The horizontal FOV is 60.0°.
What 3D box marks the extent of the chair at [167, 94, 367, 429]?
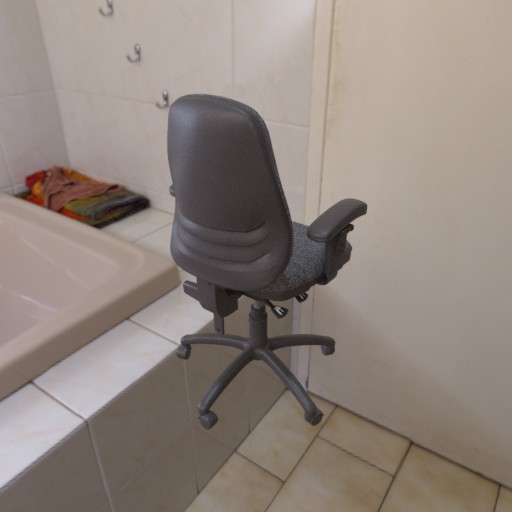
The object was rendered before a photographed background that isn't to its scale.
[{"bbox_3d":[0.000,0.000,1.257,0.550,0.910,0.530,20,35,32],"label":"chair"}]
